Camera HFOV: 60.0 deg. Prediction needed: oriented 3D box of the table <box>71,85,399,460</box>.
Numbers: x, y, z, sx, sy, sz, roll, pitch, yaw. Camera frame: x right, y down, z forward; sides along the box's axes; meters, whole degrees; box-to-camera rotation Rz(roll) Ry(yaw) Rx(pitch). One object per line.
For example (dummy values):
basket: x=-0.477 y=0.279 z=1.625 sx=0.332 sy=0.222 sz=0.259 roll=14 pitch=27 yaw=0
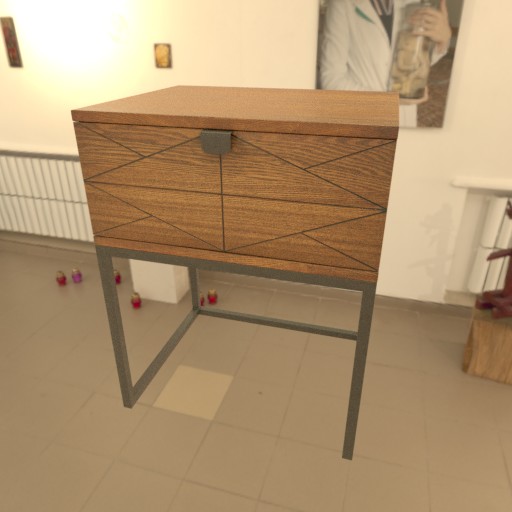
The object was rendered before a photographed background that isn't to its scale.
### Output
table: x=0.000 y=0.000 z=0.912 sx=0.482 sy=0.610 sz=0.400 roll=7 pitch=27 yaw=14
